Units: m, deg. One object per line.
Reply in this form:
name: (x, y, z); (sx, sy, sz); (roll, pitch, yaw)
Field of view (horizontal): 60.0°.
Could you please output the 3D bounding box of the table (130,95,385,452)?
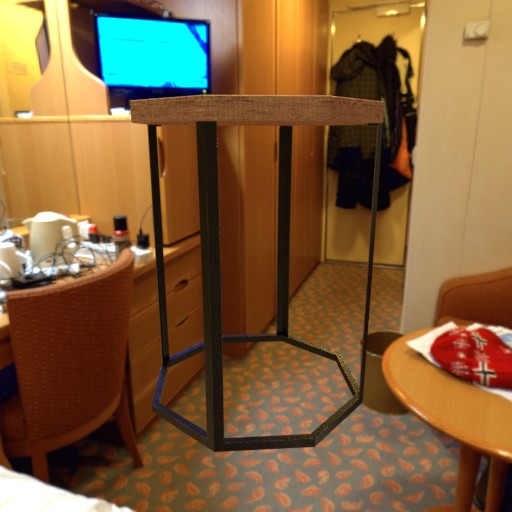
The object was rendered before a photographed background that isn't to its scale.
table: (0.000, 0.000, 0.854); (0.437, 0.553, 0.437); (-8, 17, -26)
